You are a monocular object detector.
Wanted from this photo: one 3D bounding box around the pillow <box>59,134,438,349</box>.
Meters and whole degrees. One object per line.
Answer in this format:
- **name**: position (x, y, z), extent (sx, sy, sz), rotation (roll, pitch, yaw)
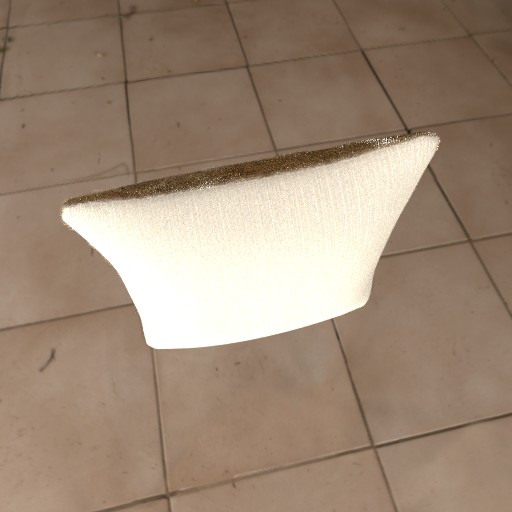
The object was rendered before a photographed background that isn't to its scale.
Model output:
- **pillow**: position (0.000, 0.000, 0.821), extent (0.538, 0.525, 0.216), rotation (-11, 59, -7)
